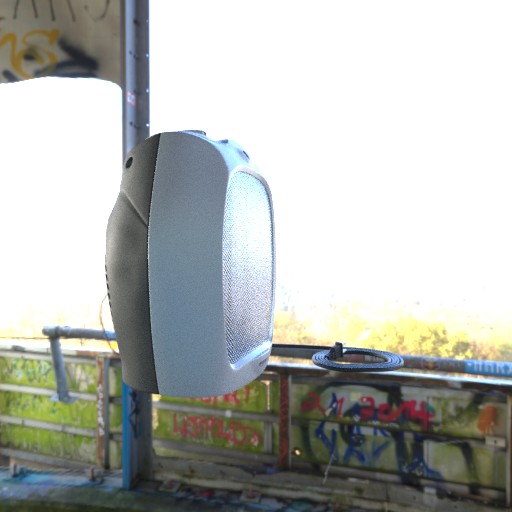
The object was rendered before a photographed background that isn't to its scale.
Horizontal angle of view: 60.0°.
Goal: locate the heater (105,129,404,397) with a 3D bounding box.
[{"bbox_3d":[0.000,0.000,0.459,0.291,0.240,0.239,0,1,19],"label":"heater"}]
